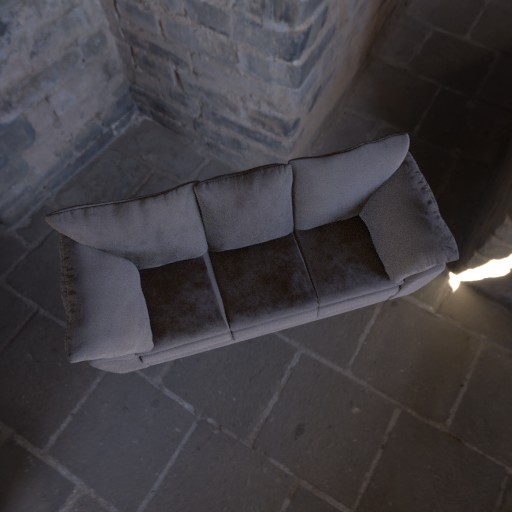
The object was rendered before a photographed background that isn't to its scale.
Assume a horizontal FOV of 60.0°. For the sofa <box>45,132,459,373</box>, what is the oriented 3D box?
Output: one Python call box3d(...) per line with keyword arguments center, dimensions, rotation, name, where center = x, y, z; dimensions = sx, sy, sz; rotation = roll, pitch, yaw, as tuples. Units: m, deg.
box3d(center=(0.000, 0.000, 2.859), dimensions=(2.336, 1.073, 0.878), rotation=(-14, 65, -7), name="sofa")
